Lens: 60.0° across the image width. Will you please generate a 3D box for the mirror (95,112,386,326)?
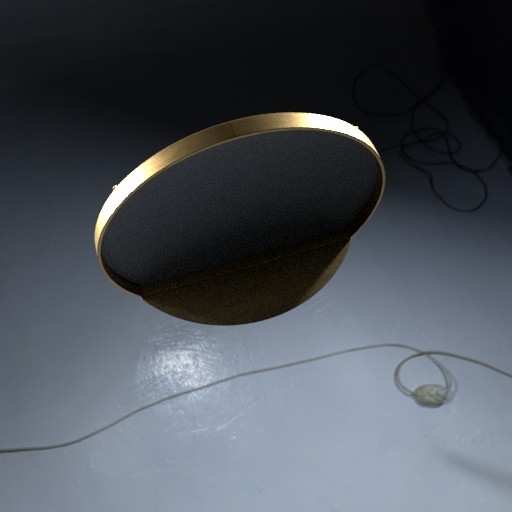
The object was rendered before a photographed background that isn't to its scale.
[{"bbox_3d":[0.000,0.000,0.687,0.457,0.457,0.133,-16,64,-8],"label":"mirror"}]
